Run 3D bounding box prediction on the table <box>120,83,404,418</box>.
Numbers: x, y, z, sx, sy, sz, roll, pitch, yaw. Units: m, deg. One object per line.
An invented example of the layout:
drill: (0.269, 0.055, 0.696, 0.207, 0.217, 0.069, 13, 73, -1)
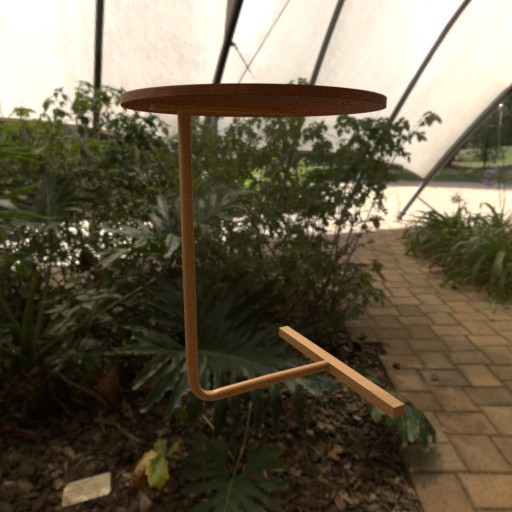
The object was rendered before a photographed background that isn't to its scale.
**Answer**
table: (0.000, 0.000, 1.061, 0.577, 0.706, 0.530, -7, 15, -26)
